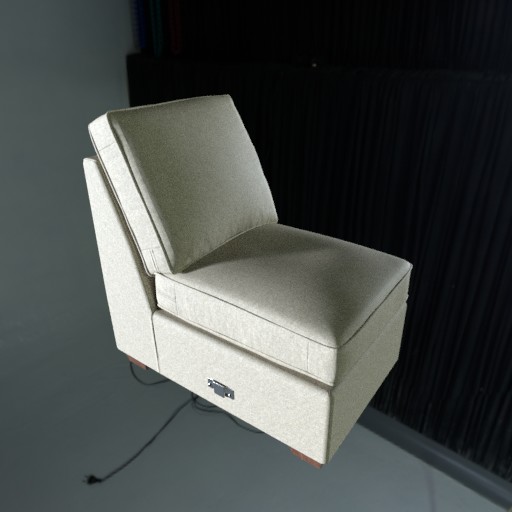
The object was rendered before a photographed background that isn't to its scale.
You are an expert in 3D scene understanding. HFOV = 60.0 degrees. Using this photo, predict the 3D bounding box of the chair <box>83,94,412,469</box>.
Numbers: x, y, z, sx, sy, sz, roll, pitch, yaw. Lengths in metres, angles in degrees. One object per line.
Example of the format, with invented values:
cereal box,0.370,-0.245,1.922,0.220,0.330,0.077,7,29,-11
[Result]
chair,0.000,0.000,1.661,1.020,1.058,0.674,18,31,32
